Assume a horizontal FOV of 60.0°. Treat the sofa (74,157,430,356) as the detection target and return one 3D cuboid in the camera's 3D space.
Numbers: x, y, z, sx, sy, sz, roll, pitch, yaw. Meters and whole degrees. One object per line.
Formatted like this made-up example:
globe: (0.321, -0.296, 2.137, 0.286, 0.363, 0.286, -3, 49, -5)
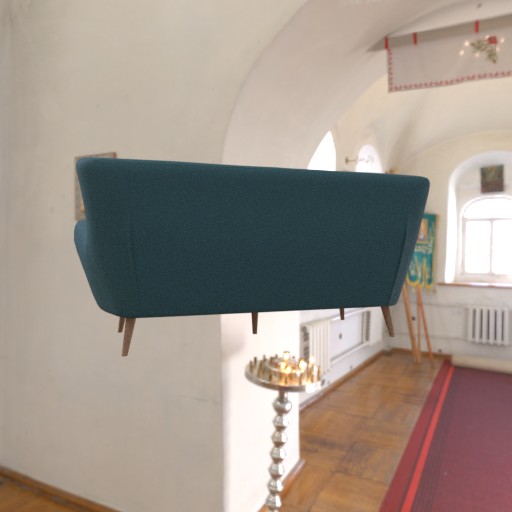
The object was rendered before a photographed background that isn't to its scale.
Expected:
sofa: (0.000, 0.000, 2.467, 1.930, 0.890, 0.889, 0, 1, -18)
